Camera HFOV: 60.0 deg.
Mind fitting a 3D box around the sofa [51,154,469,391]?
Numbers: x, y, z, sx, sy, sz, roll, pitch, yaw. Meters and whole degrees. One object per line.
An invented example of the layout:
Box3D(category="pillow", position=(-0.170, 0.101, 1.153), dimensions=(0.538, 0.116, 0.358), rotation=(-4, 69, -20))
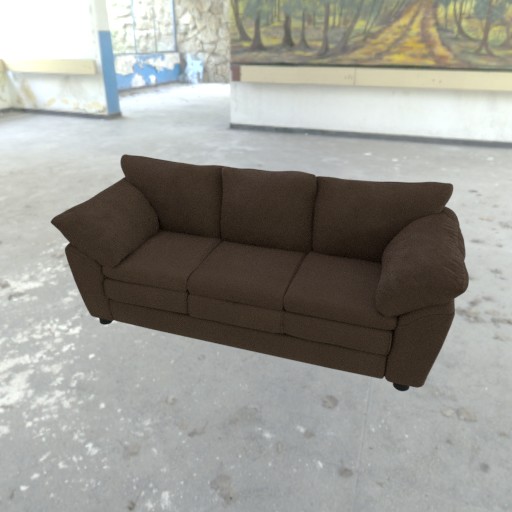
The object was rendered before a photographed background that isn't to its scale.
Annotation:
Box3D(category="sofa", position=(0.000, 0.000, 2.787), dimensions=(2.336, 1.015, 0.878), rotation=(9, 28, 17))
